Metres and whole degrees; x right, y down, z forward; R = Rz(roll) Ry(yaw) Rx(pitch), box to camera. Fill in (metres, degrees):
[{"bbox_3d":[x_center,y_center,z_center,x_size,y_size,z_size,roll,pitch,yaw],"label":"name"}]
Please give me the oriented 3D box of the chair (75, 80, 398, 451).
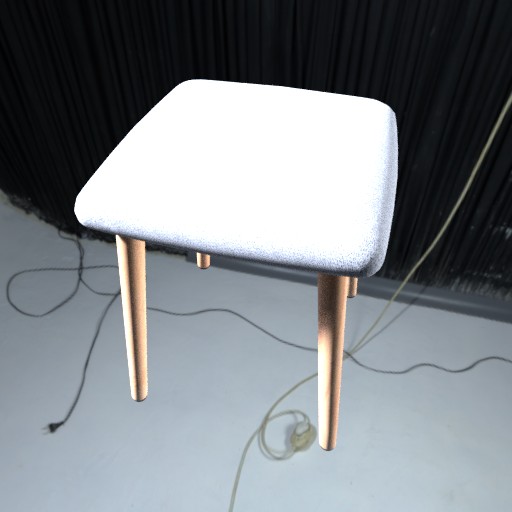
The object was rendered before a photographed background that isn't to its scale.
[{"bbox_3d":[0.000,0.000,0.685,0.350,0.440,0.350,10,45,11],"label":"chair"}]
